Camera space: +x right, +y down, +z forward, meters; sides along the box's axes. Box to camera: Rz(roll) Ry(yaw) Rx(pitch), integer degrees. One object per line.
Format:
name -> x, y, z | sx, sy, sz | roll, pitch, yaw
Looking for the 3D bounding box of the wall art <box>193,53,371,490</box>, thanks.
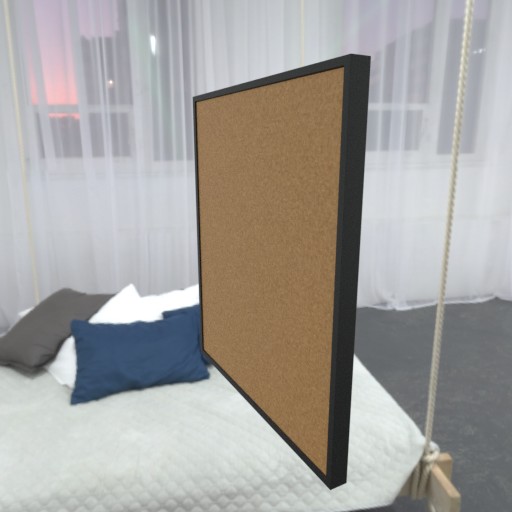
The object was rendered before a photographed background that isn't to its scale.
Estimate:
wall art -> 0.000, 0.000, 0.518 | 0.019, 0.381, 0.330 | -7, 16, -28
